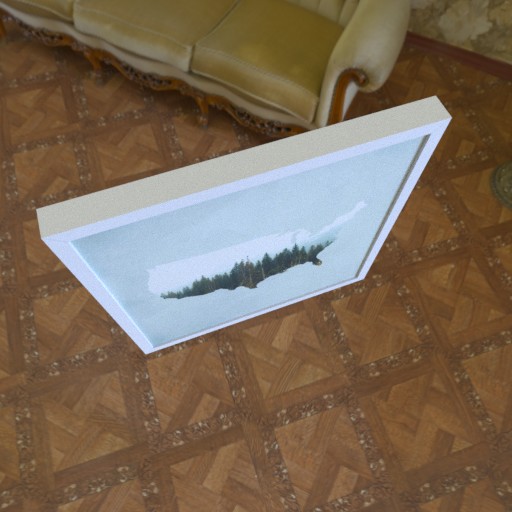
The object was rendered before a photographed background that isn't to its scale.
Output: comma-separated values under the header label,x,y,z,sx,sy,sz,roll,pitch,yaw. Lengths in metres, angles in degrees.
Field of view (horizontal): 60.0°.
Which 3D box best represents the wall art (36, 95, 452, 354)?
label,x,y,z,sx,sy,sz,roll,pitch,yaw
wall art,0.000,0.000,0.451,0.304,0.304,0.024,-18,65,-9
